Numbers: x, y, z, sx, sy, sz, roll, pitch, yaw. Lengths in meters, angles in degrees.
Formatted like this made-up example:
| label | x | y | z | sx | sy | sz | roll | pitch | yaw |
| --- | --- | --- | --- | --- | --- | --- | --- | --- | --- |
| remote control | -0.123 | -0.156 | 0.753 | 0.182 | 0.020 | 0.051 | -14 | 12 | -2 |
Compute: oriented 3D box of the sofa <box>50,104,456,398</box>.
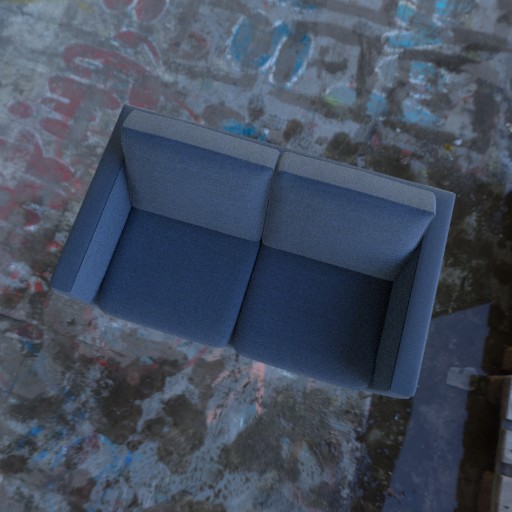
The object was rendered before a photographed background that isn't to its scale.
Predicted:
| label | x | y | z | sx | sy | sz | roll | pitch | yaw |
| --- | --- | --- | --- | --- | --- | --- | --- | --- | --- |
| sofa | 0.000 | 0.000 | 2.261 | 1.659 | 0.907 | 0.999 | 16 | 76 | 4 |
